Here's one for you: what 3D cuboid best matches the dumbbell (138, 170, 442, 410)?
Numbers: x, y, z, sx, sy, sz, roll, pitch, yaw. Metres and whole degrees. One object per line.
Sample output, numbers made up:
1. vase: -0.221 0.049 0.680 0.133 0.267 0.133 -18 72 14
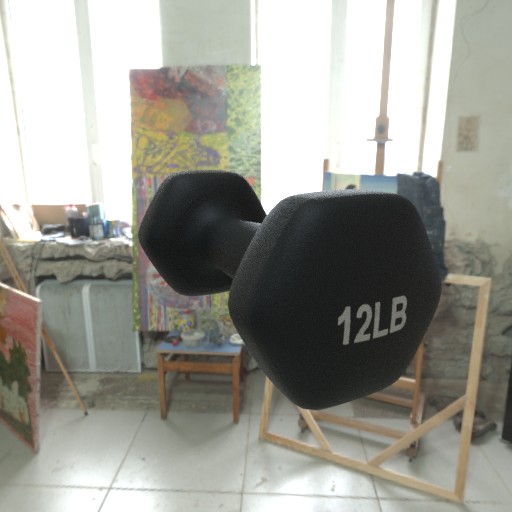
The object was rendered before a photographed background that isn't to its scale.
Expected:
1. dumbbell: 0.000 0.000 0.292 0.112 0.101 0.231 -7 16 -26
